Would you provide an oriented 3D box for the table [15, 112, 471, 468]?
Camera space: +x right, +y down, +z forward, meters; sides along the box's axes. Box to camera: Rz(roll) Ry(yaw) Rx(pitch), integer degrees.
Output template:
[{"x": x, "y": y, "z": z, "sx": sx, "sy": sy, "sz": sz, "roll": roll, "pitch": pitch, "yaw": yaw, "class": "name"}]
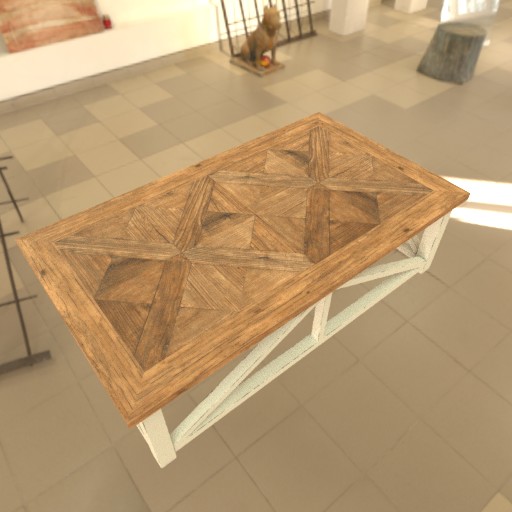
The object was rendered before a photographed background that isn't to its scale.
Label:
[{"x": 0.000, "y": 0.000, "z": 1.696, "sx": 1.400, "sy": 0.410, "sz": 0.800, "roll": -30, "pitch": 52, "yaw": -26, "class": "table"}]
